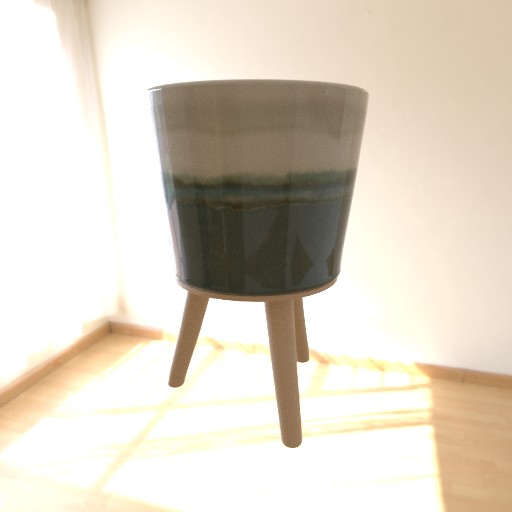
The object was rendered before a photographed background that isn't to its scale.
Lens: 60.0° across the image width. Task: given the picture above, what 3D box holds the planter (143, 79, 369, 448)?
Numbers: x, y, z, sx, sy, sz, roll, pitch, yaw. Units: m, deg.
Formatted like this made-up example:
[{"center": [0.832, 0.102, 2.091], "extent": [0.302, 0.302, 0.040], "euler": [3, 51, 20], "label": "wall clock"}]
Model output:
[{"center": [0.000, 0.000, 0.477], "extent": [0.217, 0.331, 0.217], "euler": [-2, 15, -8], "label": "planter"}]
